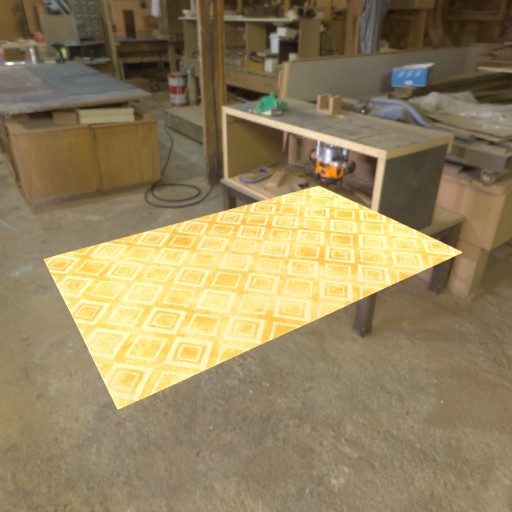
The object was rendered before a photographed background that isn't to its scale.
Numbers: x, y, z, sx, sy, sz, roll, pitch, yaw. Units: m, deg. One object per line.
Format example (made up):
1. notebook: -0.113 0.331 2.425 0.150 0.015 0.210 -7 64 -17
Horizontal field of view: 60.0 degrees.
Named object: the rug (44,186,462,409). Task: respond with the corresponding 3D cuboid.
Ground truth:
1. rug: 0.000 0.000 3.010 2.424 0.010 1.511 -19 35 -29
